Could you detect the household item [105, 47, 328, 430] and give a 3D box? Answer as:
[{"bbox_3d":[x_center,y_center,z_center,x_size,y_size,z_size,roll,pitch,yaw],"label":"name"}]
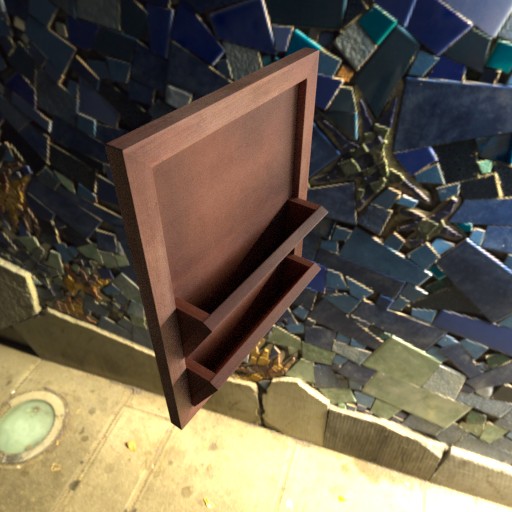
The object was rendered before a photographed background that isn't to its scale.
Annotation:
[{"bbox_3d":[0.000,0.000,0.550,0.067,0.407,0.310,24,46,25],"label":"household item"}]
